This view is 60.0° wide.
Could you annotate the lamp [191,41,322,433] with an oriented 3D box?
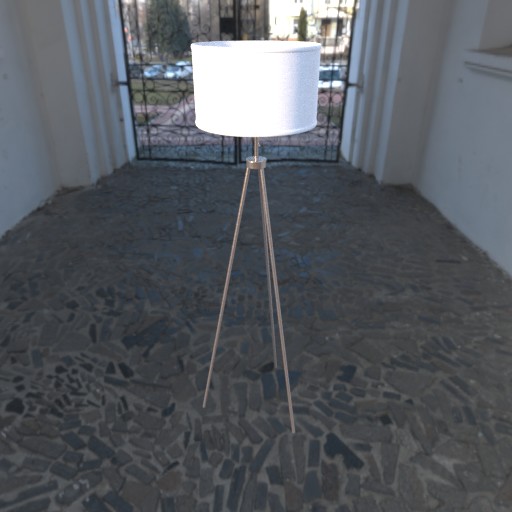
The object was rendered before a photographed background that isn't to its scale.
[{"bbox_3d":[0.000,0.000,1.783,0.448,1.545,0.458,8,29,14],"label":"lamp"}]
